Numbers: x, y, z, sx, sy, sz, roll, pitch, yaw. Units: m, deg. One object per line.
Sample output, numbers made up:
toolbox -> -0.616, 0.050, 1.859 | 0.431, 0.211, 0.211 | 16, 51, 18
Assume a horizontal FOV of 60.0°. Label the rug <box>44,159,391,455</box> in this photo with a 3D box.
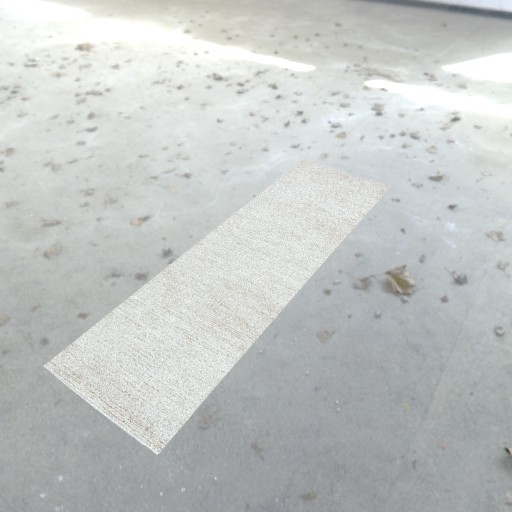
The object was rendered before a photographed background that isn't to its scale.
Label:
rug -> 0.000, 0.000, 2.569 | 0.712, 0.013, 2.346 | 25, 47, 26
